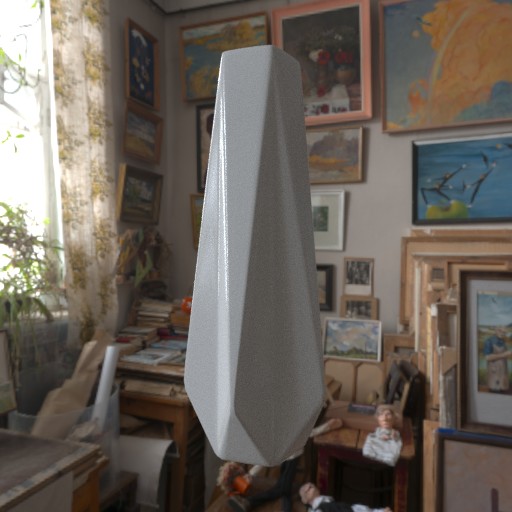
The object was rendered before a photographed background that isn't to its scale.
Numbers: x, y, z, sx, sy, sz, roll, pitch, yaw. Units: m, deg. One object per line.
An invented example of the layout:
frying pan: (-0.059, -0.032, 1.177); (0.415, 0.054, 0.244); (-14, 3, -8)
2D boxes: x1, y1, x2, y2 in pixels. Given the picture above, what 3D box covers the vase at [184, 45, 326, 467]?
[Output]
vase: (0.000, 0.000, 0.385); (0.122, 0.329, 0.116); (0, 1, -18)
